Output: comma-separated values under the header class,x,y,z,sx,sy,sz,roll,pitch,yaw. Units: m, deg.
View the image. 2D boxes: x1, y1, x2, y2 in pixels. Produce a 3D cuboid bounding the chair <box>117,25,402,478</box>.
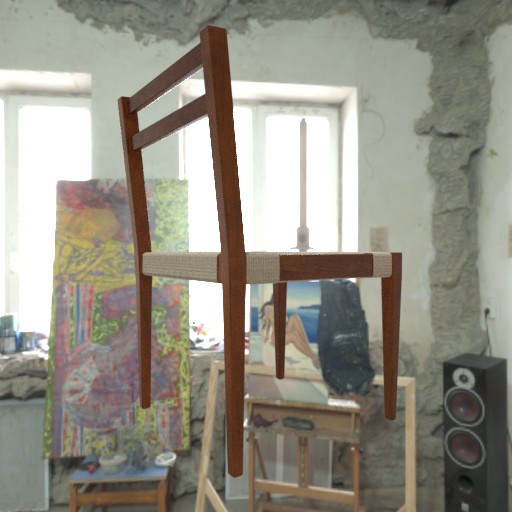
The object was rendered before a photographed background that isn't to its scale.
class,x,y,z,sx,sy,sz,roll,pitch,yaw
chair,0.000,0.000,1.168,0.569,0.851,0.495,0,1,-36
